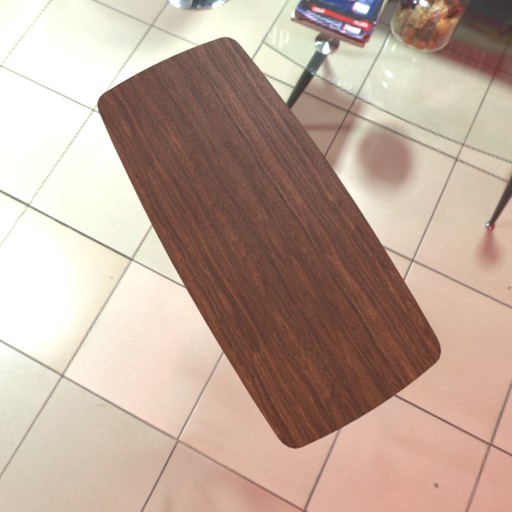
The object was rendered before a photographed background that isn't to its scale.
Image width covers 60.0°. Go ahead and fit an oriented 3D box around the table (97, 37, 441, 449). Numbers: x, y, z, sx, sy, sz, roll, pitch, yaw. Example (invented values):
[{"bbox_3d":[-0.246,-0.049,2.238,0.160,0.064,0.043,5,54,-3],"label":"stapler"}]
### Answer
[{"bbox_3d":[0.000,0.000,1.123,0.361,0.576,0.804,-29,77,-8],"label":"table"}]
